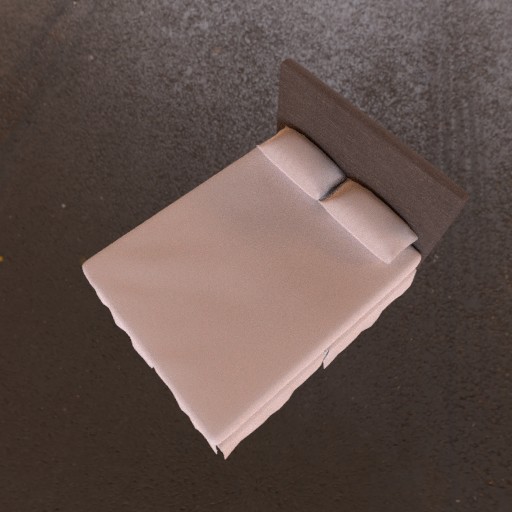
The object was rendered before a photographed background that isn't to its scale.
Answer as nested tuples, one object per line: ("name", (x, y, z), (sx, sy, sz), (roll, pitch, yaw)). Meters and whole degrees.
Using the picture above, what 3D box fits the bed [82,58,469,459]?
("bed", (0.000, 0.000, 3.237), (2.142, 1.330, 1.723), (-37, 68, -17))
